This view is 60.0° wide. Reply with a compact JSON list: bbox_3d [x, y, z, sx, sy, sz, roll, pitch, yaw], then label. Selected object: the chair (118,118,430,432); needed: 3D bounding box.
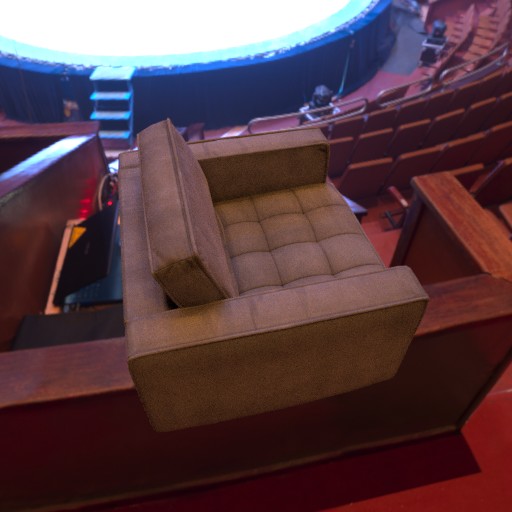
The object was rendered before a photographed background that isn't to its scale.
[{"bbox_3d":[0.000,0.000,1.526,0.843,0.773,0.928,-10,47,-9],"label":"chair"}]
